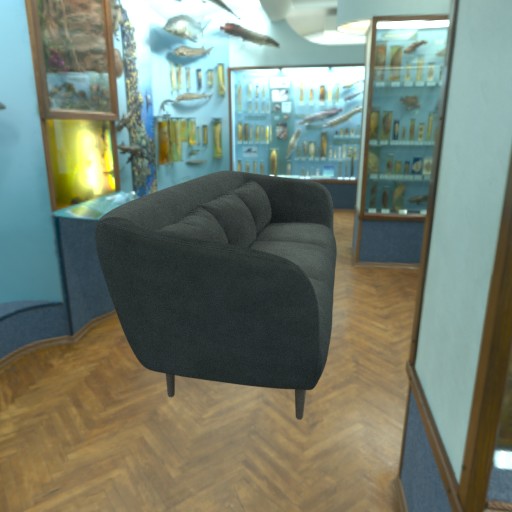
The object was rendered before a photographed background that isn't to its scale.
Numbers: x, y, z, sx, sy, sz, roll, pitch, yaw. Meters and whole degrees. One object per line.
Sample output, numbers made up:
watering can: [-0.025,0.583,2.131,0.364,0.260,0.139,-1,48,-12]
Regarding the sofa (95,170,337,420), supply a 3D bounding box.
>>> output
sofa: [0.000,0.000,2.690,0.956,0.875,2.296,3,16,10]
